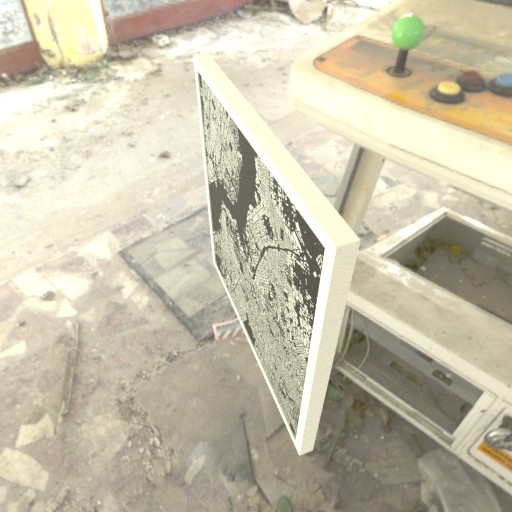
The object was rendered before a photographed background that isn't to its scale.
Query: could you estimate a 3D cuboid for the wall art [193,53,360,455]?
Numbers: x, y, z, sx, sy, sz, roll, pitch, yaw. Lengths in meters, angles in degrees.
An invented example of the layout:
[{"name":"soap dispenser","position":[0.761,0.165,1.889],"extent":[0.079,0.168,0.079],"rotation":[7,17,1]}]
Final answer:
[{"name":"wall art","position":[0.000,0.000,1.155],"extent":[0.050,0.762,0.761],"rotation":[-15,47,-15]}]
